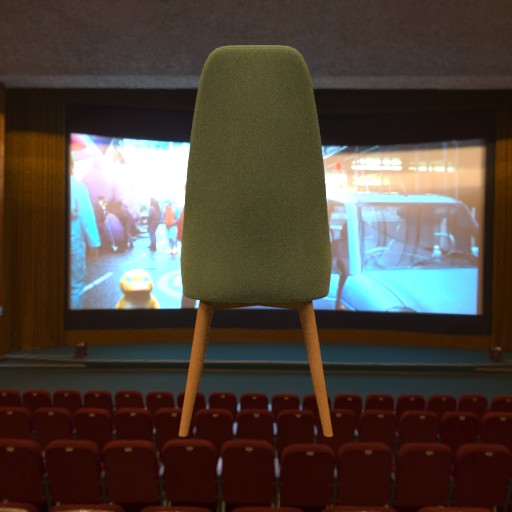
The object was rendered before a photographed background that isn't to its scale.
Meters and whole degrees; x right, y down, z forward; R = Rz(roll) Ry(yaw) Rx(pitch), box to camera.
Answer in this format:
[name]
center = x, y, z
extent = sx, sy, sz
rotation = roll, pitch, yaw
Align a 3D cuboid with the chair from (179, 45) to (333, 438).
[chair]
center = 0.000, 0.000, 1.413
extent = 0.510, 1.040, 0.660
rotation = 0, 0, 0
